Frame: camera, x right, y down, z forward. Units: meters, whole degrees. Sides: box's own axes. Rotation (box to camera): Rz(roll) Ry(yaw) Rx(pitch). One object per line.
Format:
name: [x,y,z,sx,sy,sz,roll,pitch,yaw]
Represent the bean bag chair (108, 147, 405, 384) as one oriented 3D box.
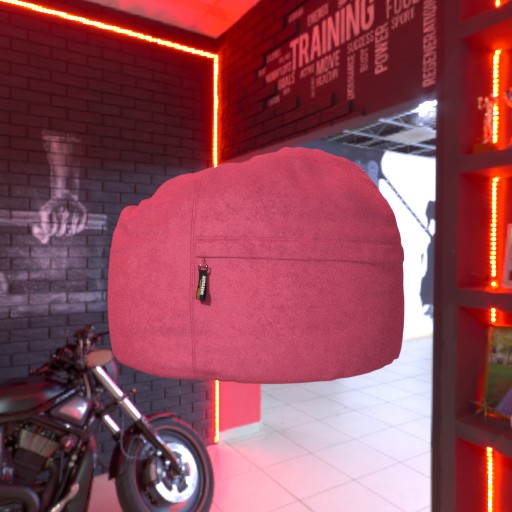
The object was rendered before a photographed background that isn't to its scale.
bean bag chair: [0.000,0.000,1.924,1.218,0.788,1.218,0,1,0]
